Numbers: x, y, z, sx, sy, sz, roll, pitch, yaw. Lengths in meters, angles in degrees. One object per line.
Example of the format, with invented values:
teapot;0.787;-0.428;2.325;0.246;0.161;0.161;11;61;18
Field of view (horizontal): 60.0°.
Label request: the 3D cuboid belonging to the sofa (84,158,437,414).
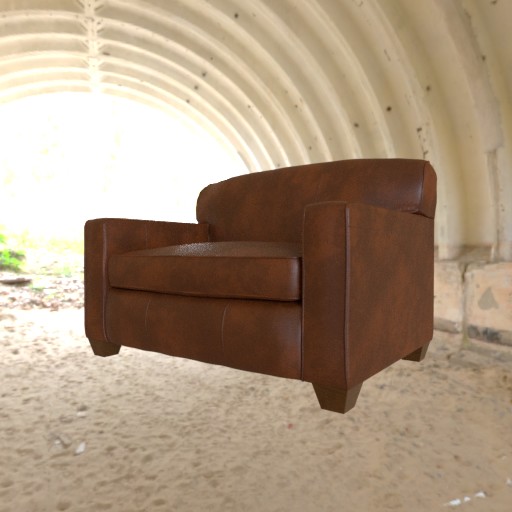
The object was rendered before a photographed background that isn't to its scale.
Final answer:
sofa;0.000;0.000;2.085;1.413;0.956;1.000;1;1;36
